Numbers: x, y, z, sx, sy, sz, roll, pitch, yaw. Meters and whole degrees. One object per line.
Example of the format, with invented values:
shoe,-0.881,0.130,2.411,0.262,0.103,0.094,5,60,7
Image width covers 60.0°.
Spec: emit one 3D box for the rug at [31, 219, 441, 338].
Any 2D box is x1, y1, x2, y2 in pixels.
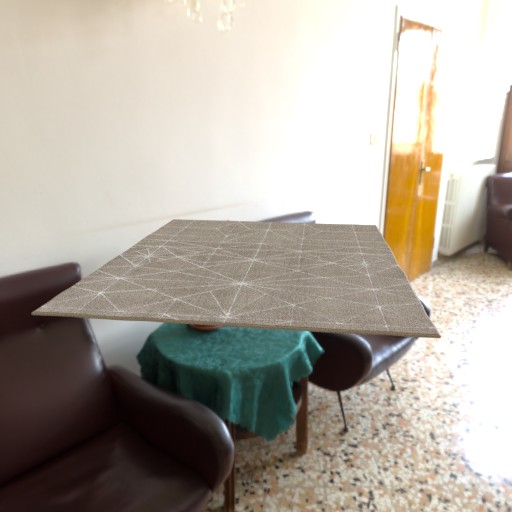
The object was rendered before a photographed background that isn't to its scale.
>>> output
rug,0.000,0.000,0.884,0.548,0.006,0.639,2,17,7
